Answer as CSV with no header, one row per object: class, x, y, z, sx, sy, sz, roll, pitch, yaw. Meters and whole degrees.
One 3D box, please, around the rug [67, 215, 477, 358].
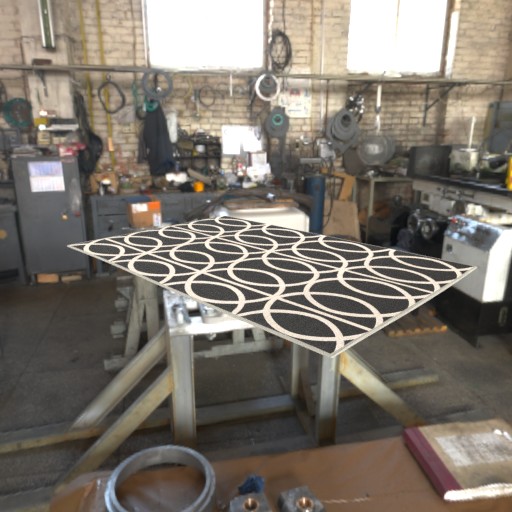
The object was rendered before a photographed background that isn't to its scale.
rug,0.000,0.000,2.927,2.294,0.014,1.528,15,22,42
